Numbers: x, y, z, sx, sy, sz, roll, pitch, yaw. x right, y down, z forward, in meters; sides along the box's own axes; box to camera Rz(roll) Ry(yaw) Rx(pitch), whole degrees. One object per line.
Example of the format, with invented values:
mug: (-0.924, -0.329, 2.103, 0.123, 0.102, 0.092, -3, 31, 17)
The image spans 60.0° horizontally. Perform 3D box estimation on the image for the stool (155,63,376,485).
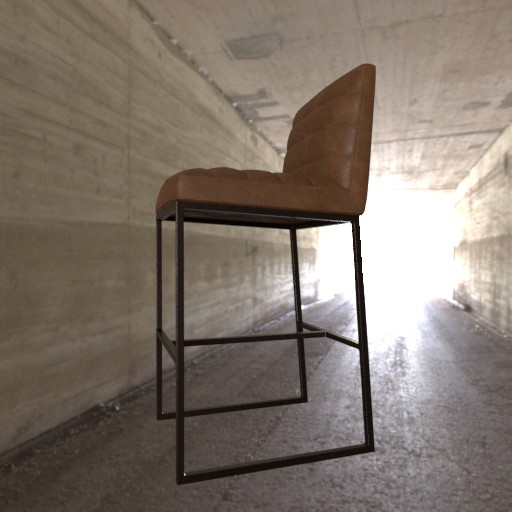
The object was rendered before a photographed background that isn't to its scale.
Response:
stool: (0.000, 0.000, 1.323, 0.562, 1.065, 0.463, 0, 1, -19)
